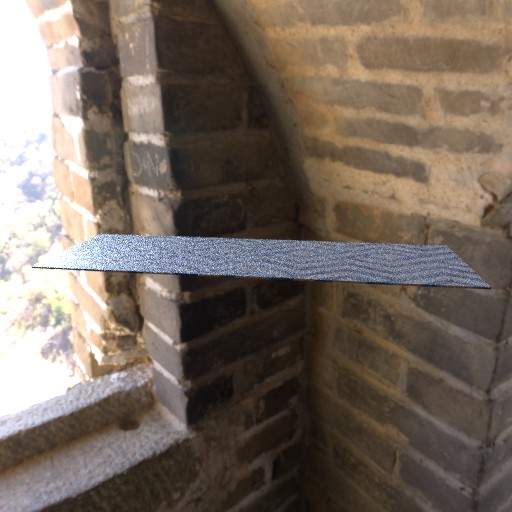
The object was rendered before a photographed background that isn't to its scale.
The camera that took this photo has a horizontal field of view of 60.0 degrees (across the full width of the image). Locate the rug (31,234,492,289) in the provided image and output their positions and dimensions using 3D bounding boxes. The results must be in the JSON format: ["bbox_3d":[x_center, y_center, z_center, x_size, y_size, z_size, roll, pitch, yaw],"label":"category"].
[{"bbox_3d":[0.000,0.000,1.659,1.492,0.007,0.503,2,16,8],"label":"rug"}]
